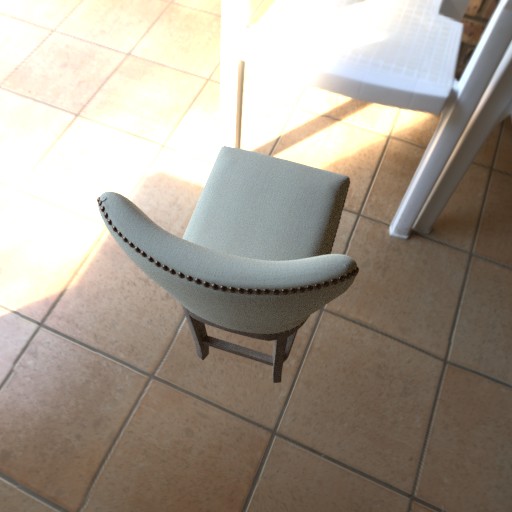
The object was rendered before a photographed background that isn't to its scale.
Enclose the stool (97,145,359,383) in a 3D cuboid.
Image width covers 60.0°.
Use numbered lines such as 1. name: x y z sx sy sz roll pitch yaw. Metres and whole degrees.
1. stool: 0.000 0.000 1.296 0.498 0.981 0.608 16 64 8
